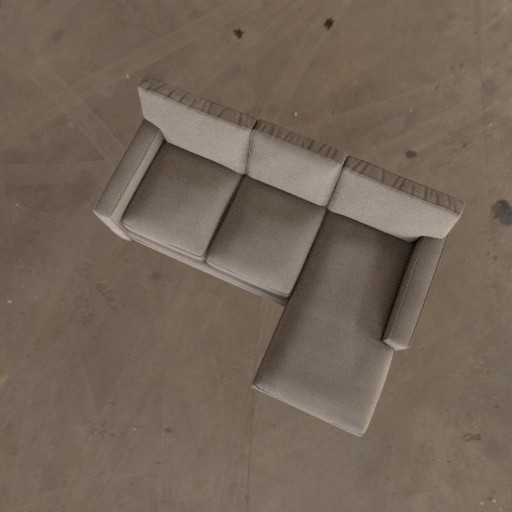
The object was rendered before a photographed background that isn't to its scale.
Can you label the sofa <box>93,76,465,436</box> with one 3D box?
[{"bbox_3d":[0.000,0.000,2.807,2.087,0.861,1.496,23,77,6],"label":"sofa"}]
